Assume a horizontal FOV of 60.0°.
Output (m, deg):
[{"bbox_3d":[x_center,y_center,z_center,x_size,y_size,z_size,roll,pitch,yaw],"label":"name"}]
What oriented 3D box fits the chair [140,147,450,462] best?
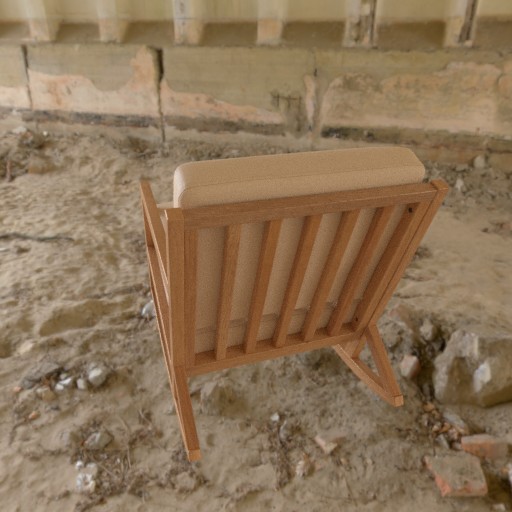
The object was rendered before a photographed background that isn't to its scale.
[{"bbox_3d":[0.000,0.000,1.397,0.622,0.790,0.857,-8,27,-16],"label":"chair"}]
